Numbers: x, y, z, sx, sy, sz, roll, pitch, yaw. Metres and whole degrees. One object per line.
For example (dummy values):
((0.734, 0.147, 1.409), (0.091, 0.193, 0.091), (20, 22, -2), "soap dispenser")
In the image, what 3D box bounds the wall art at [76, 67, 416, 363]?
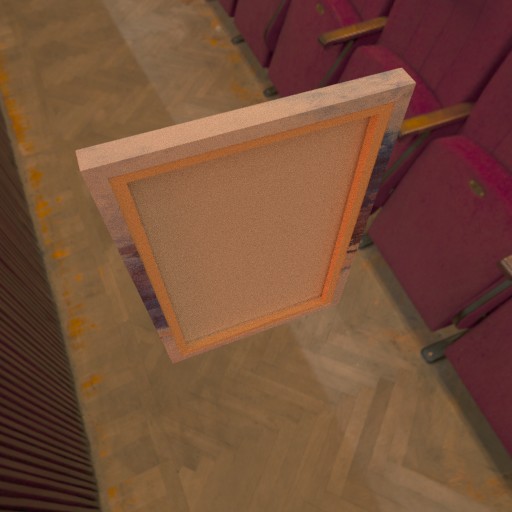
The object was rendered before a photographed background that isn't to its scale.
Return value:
((0.000, 0.000, 1.101), (0.583, 0.874, 0.048), (-18, 59, -11), "wall art")
